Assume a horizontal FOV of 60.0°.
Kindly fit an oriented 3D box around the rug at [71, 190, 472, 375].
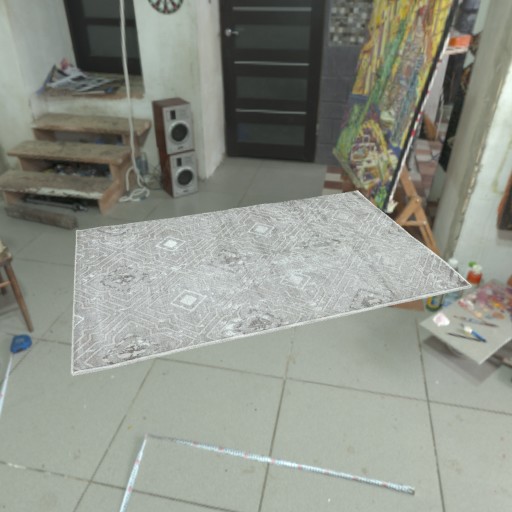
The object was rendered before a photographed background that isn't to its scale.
[{"bbox_3d":[0.000,0.000,3.147,2.447,0.036,1.537,-10,34,-15],"label":"rug"}]
